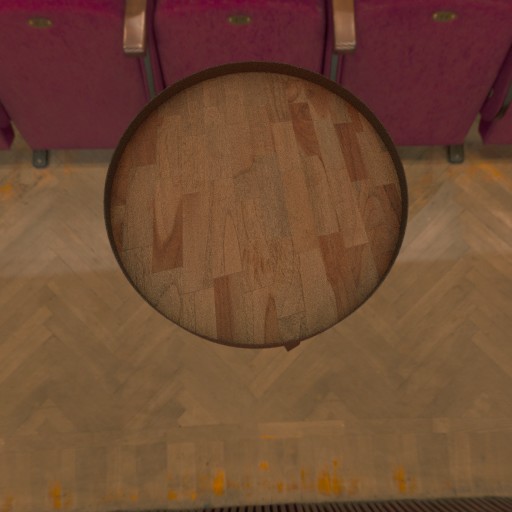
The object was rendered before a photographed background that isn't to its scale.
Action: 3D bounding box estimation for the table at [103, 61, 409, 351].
[{"bbox_3d":[0.000,0.000,0.924,0.406,0.686,0.406,0,75,0],"label":"table"}]
